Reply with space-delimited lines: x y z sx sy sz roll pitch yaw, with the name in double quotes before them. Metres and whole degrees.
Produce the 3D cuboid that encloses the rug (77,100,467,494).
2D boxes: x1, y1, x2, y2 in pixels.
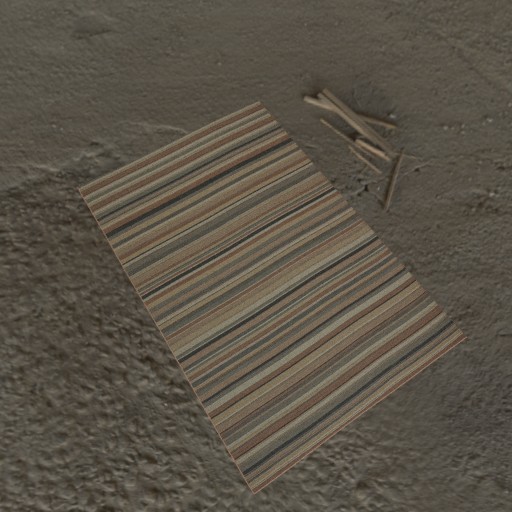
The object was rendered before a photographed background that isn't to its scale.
"rug" 0.000 0.000 2.313 1.219 0.008 1.829 -30 68 -14
